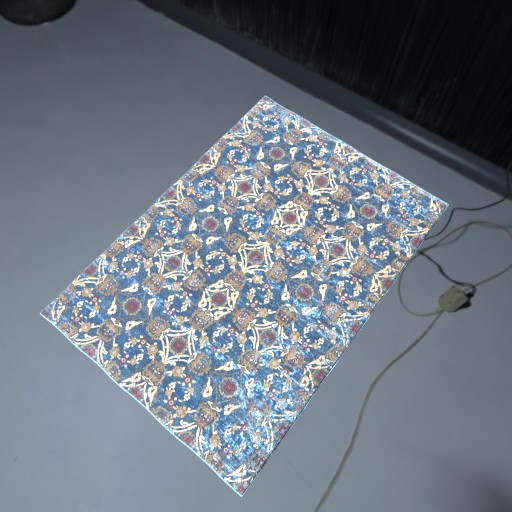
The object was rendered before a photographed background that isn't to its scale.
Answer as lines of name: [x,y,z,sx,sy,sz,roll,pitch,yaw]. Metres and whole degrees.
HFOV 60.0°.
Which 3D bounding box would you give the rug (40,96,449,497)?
rug: [0.000,0.000,2.819,1.567,0.014,2.207,36,70,15]
